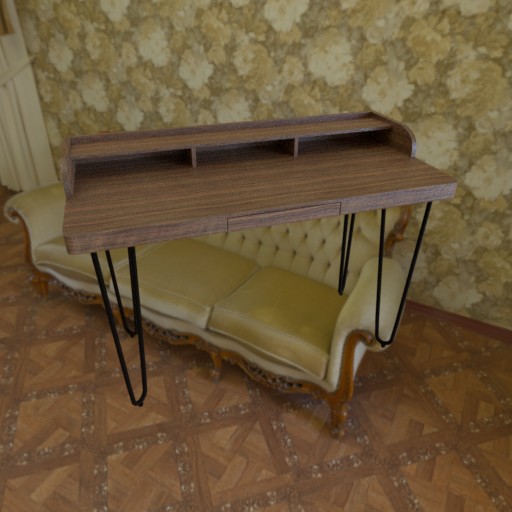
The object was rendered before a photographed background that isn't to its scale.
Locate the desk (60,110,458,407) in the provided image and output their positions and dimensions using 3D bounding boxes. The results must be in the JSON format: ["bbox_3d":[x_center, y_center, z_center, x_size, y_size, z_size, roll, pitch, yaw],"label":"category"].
[{"bbox_3d":[0.000,0.000,1.664,1.200,0.854,0.565,-10,33,-15],"label":"desk"}]
